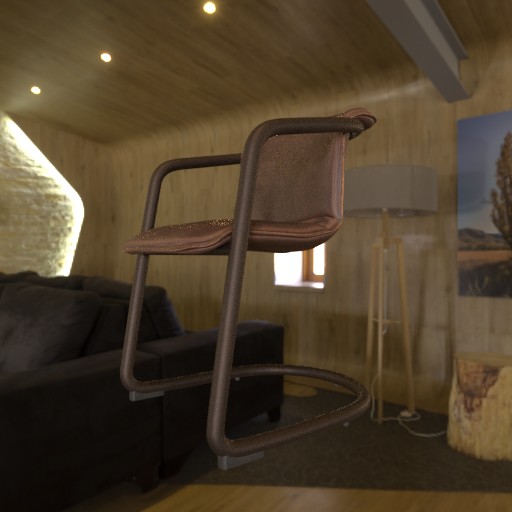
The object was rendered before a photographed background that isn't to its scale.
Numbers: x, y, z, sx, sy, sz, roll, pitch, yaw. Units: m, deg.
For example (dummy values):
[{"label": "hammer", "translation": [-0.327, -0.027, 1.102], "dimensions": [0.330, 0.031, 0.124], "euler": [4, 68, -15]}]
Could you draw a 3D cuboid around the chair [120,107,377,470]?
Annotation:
[{"label": "chair", "translation": [0.000, 0.000, 1.233], "dimensions": [0.664, 0.836, 0.536], "euler": [0, 0, -36]}]
